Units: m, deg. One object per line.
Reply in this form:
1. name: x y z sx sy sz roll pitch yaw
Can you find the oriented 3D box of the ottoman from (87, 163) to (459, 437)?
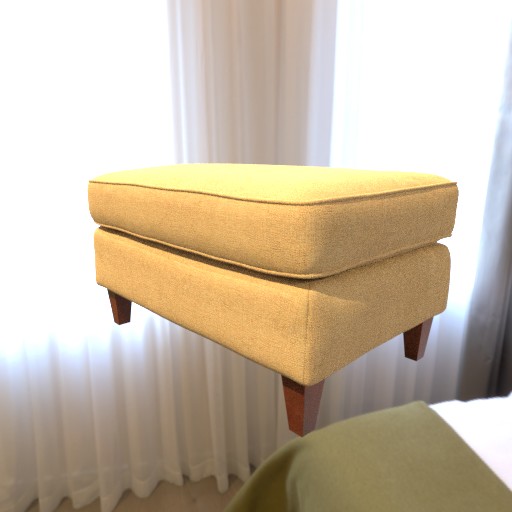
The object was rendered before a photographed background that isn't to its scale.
1. ottoman: 0.000 0.000 1.207 0.583 0.484 0.862 -12 18 -42
